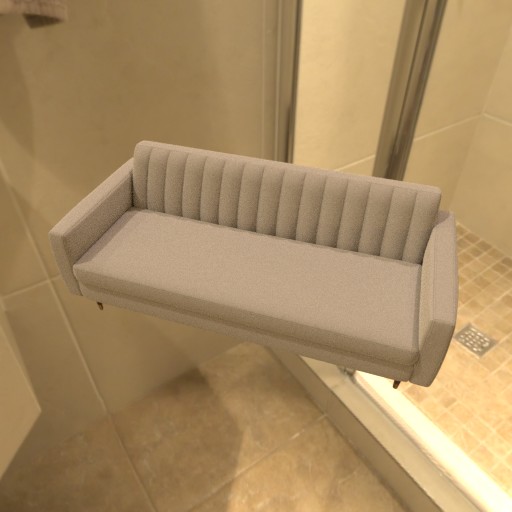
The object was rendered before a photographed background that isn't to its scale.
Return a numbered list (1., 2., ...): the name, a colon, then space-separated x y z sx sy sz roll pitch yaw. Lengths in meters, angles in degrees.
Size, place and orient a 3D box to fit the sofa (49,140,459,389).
1. sofa: 0.000 0.000 2.757 2.291 0.821 0.990 12 42 14
